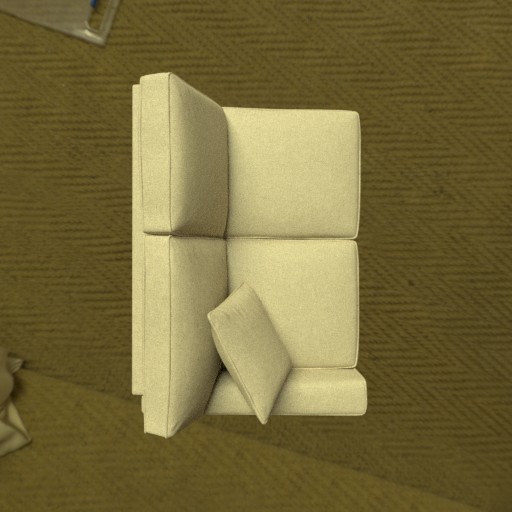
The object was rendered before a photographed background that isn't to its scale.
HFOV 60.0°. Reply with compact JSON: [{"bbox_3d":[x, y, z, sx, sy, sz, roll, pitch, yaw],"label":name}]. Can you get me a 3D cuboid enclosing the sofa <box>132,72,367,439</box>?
[{"bbox_3d":[0.000,0.000,2.066,0.991,0.989,1.388,0,90,-1],"label":"sofa"}]
